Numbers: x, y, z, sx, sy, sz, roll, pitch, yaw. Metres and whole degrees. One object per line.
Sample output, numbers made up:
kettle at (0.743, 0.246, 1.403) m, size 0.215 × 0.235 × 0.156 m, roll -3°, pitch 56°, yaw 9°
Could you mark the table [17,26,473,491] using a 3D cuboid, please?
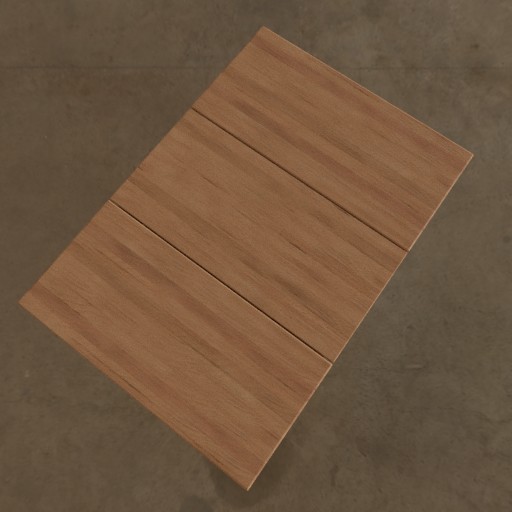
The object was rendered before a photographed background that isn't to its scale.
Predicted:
table at (0.000, 0.000, 1.822) m, size 0.900 × 0.770 × 1.300 m, roll 35°, pitch 78°, yaw 9°
